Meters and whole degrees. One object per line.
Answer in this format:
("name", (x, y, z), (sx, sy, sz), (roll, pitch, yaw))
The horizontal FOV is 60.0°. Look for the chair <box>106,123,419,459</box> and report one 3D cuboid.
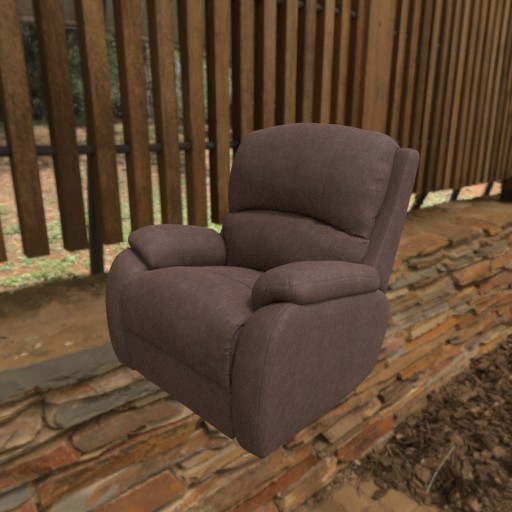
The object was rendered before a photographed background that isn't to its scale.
("chair", (0.000, 0.000, 1.753), (0.930, 1.011, 0.899), (15, 22, 42))
